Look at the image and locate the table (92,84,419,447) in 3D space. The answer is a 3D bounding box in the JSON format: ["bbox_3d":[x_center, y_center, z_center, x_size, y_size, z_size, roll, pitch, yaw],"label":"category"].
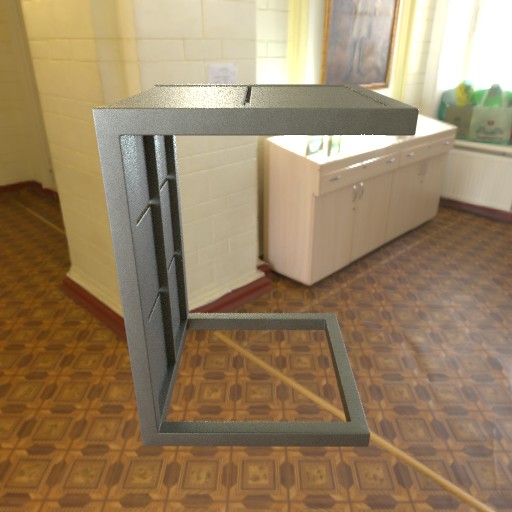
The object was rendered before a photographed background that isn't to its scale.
[{"bbox_3d":[0.000,0.000,0.880,0.420,0.609,0.405,0,25,0],"label":"table"}]
